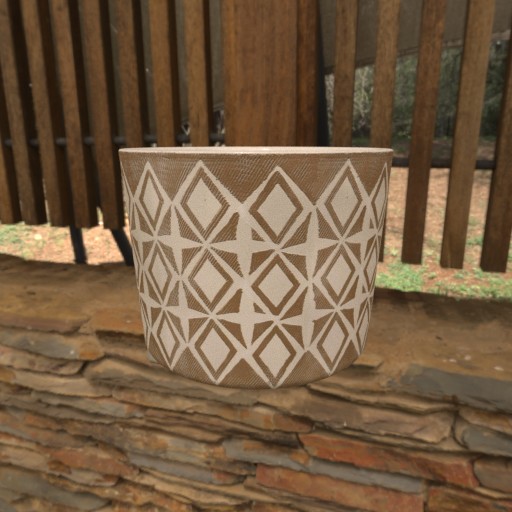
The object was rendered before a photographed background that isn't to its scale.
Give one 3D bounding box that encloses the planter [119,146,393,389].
[{"bbox_3d":[0.000,0.000,0.465,0.260,0.220,0.260,0,15,0],"label":"planter"}]
